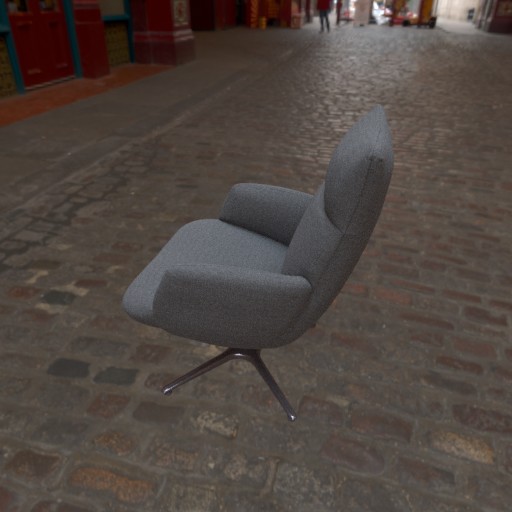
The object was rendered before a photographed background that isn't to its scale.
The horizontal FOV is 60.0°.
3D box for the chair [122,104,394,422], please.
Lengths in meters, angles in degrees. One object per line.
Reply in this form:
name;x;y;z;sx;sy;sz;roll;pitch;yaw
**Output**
chair;0.000;0.000;1.577;0.831;0.984;0.702;8;32;12
